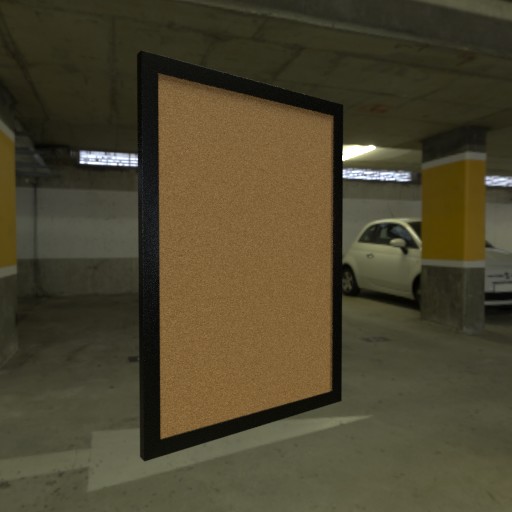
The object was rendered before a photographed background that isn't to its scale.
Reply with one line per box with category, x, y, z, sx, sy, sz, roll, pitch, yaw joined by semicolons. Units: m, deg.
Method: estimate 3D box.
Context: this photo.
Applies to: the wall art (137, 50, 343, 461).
wall art;0.000;0.000;0.560;0.304;0.432;0.013;-1;2;-36
